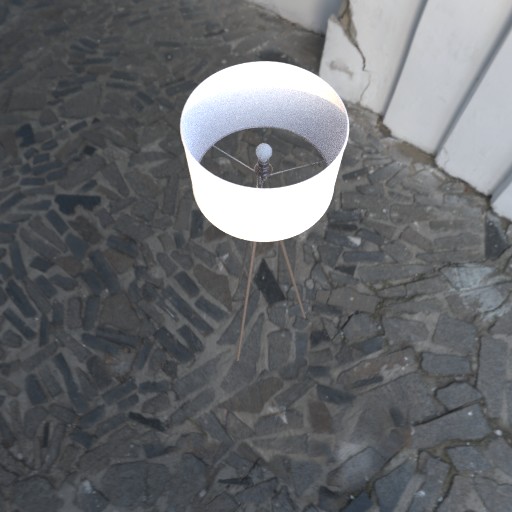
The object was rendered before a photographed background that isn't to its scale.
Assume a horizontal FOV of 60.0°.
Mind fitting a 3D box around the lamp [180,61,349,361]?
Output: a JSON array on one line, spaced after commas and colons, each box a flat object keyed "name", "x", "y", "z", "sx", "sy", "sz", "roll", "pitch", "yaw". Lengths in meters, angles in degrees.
[{"name": "lamp", "x": 0.000, "y": 0.000, "z": 1.769, "sx": 0.448, "sy": 1.545, "sz": 0.458, "roll": -34, "pitch": 68, "yaw": -15}]
